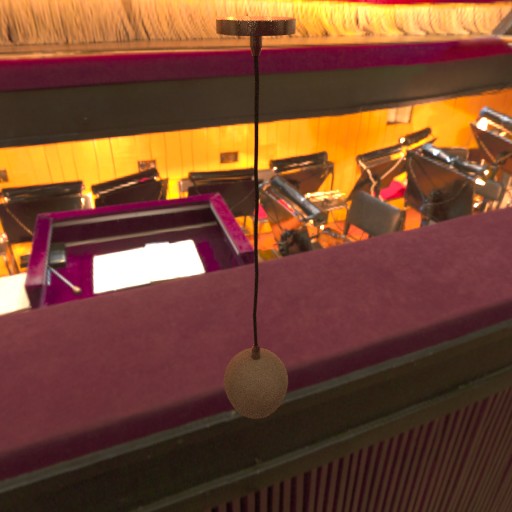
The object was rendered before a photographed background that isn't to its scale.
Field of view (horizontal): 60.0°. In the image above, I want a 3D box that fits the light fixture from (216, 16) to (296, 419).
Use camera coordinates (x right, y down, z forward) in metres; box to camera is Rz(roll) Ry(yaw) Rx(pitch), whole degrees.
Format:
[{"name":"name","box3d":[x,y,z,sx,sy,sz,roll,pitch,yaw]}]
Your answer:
[{"name":"light fixture","box3d":[0.000,0.000,0.807,0.139,0.764,0.139,-11,33,-18]}]
